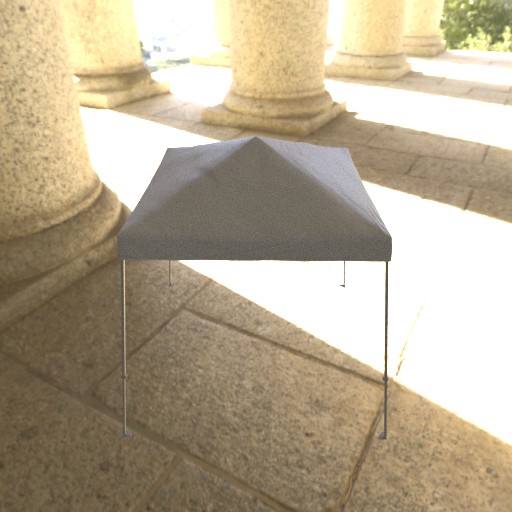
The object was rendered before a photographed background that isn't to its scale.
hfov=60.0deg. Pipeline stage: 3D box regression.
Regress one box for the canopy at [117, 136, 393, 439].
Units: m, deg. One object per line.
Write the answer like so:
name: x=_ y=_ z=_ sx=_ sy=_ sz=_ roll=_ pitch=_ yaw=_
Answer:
canopy: x=0.000 y=0.000 z=6.612 sx=3.599 sy=3.600 sz=3.600 roll=0 pitch=32 yaw=1
